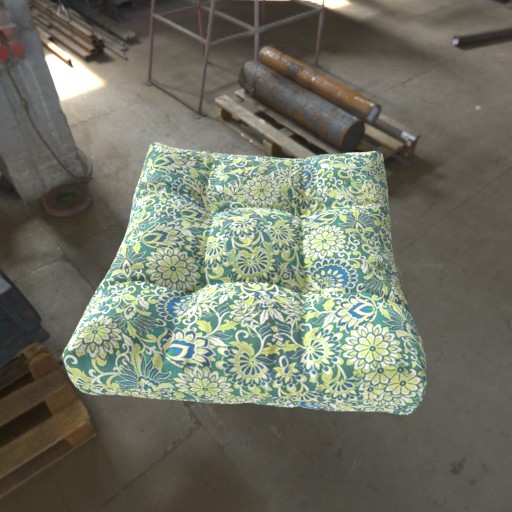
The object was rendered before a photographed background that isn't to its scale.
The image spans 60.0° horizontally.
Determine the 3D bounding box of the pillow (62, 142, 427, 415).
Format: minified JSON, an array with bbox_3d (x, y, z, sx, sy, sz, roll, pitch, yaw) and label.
[{"bbox_3d":[0.000,0.000,0.722,0.468,0.128,0.490,3,47,3],"label":"pillow"}]
